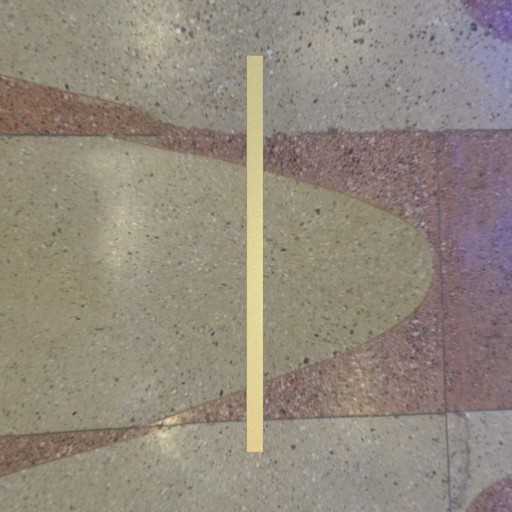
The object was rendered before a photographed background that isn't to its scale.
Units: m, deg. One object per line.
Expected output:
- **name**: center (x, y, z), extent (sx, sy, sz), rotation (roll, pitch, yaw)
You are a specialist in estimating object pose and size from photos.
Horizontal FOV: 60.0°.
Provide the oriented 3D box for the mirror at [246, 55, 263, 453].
- **mirror**: center (0.000, 0.000, 1.354), extent (0.032, 1.023, 0.756), rotation (0, 89, 0)
